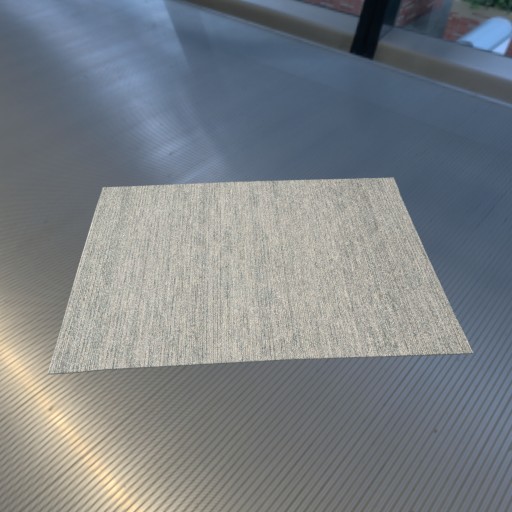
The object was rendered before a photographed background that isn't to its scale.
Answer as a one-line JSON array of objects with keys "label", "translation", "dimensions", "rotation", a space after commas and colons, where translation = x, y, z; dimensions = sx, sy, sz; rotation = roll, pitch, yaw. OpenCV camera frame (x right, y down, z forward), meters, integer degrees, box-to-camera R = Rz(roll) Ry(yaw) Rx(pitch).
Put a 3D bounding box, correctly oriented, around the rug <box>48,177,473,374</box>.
[{"label": "rug", "translation": [0.000, 0.000, 2.971], "dimensions": [2.338, 0.030, 1.616], "rotation": [-2, 47, -2]}]
